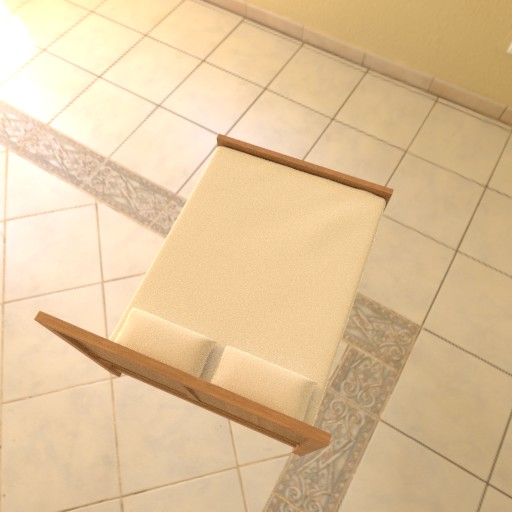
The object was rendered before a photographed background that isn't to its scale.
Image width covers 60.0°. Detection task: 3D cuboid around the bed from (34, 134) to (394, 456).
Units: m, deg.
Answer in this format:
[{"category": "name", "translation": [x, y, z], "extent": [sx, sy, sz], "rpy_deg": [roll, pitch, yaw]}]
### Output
[{"category": "bed", "translation": [0.000, 0.000, 3.240], "extent": [1.606, 1.387, 2.184], "rpy_deg": [20, 65, 10]}]
